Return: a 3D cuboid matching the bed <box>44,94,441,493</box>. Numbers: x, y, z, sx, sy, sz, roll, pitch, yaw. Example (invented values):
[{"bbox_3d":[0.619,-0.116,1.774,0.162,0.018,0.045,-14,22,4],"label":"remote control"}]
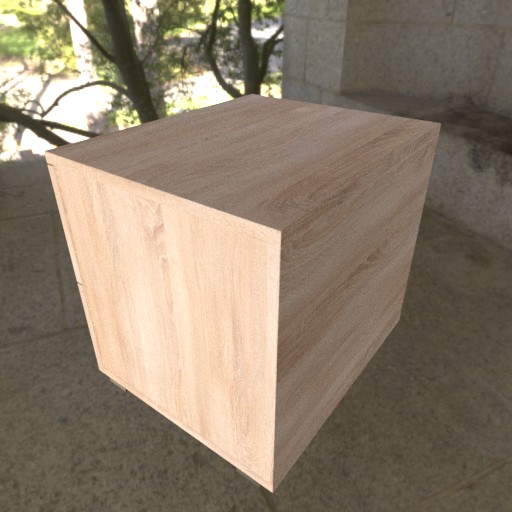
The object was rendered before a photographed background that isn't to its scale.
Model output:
[{"bbox_3d":[0.000,0.000,0.765,0.401,0.420,0.460,21,37,31],"label":"bed"}]
